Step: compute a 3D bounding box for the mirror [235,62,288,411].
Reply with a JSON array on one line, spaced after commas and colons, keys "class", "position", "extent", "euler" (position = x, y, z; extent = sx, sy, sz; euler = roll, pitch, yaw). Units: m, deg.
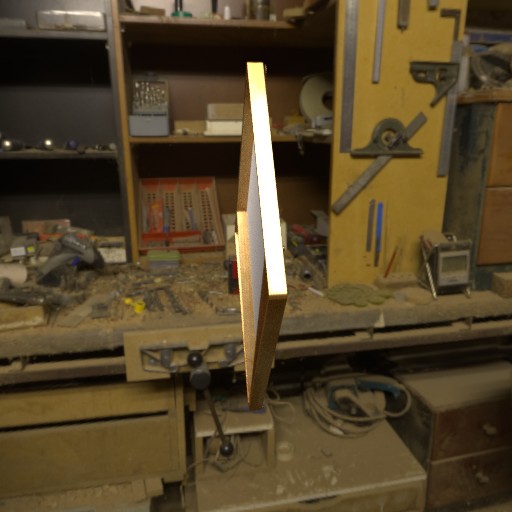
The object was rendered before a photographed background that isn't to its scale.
[{"class": "mirror", "position": [0.000, 0.000, 0.841], "extent": [0.032, 0.679, 0.419], "euler": [-3, 17, -9]}]
